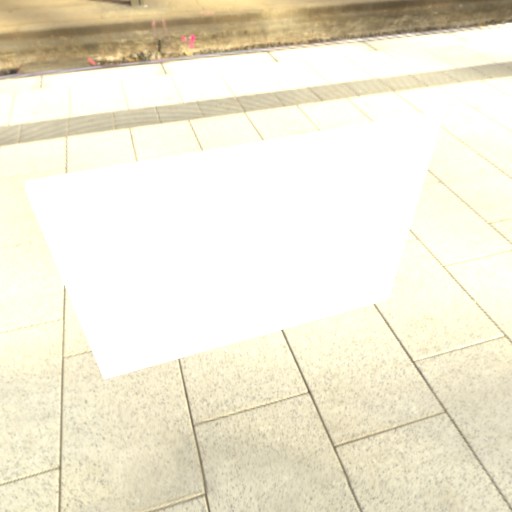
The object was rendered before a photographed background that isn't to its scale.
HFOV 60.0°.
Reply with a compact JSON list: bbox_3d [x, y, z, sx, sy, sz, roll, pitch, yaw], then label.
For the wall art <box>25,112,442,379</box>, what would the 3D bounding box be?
[{"bbox_3d":[0.000,0.000,1.650,1.308,0.902,0.051,-13,44,-14],"label":"wall art"}]
